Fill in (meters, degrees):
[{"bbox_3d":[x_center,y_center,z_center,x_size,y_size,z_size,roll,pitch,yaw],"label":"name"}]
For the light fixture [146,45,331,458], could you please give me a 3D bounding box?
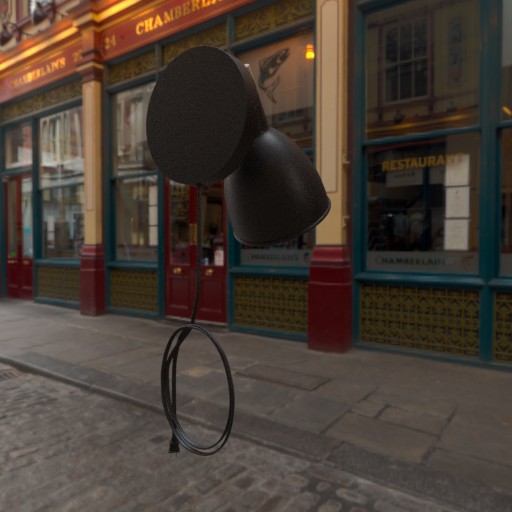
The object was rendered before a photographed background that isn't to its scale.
[{"bbox_3d":[0.000,0.000,0.491,0.127,0.401,0.203,0,1,36],"label":"light fixture"}]
